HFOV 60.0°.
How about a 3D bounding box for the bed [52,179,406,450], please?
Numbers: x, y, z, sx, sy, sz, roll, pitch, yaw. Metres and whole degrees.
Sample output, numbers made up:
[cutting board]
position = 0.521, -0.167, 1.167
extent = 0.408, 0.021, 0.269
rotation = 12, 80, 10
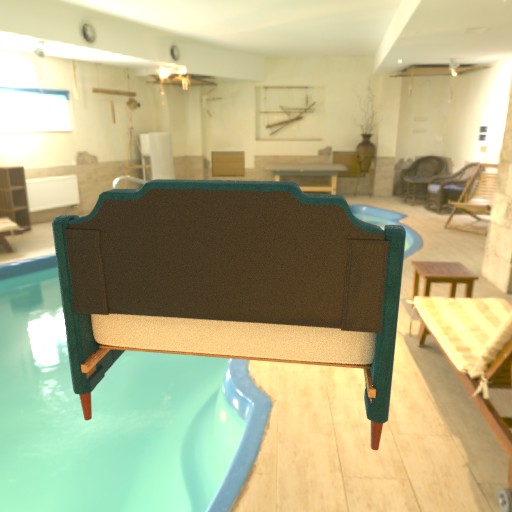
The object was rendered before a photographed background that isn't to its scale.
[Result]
[bed]
position = 0.000, 0.000, 3.259
extent = 1.678, 1.338, 2.322
rotation = 2, 16, 8
